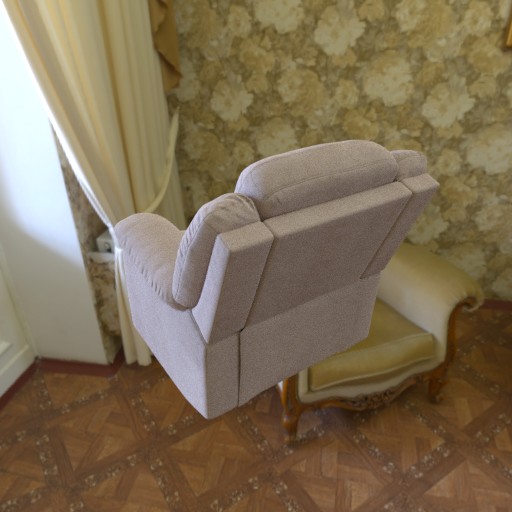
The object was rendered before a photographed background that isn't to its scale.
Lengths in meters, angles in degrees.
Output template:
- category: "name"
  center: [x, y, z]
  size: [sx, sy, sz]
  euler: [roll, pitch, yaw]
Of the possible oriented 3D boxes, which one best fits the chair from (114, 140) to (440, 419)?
- category: "chair"
  center: [0.000, 0.000, 1.736]
  size: [0.899, 1.008, 0.944]
  euler: [-19, 34, -30]
